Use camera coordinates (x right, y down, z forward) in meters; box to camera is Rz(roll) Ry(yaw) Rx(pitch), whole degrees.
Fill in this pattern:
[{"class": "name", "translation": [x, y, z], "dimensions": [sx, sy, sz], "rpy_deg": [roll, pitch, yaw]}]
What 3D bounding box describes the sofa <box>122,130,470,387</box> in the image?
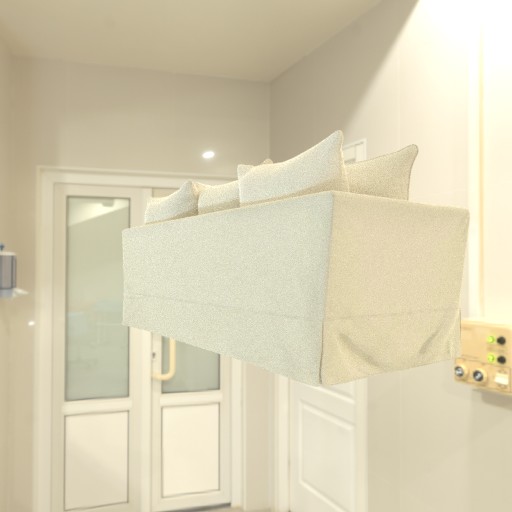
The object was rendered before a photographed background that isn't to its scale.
[{"class": "sofa", "translation": [0.000, 0.000, 2.829], "dimensions": [1.031, 1.034, 2.290], "rpy_deg": [1, -1, -36]}]
